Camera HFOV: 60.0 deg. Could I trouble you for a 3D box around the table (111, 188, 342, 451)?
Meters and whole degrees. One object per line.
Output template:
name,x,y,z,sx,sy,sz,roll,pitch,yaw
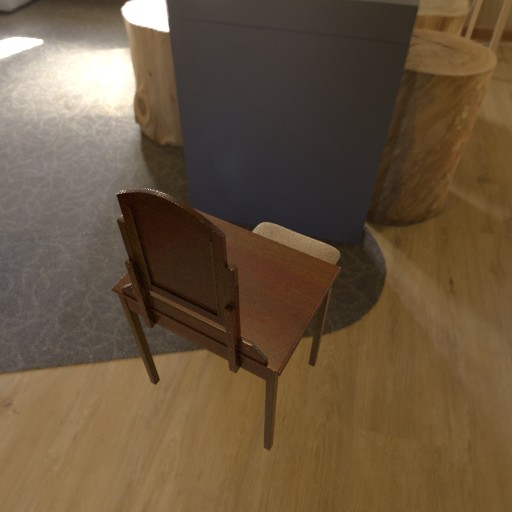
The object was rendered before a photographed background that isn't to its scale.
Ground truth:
table,0.000,0.000,2.303,0.876,1.631,1.211,23,51,19
